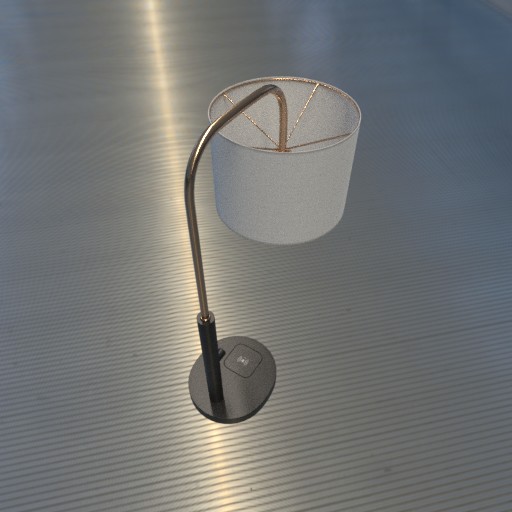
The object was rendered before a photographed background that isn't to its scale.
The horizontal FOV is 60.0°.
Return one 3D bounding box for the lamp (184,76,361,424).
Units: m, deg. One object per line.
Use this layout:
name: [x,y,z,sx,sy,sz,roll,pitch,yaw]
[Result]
lamp: [0.000,0.000,0.697,0.199,0.540,0.337,25,51,22]
